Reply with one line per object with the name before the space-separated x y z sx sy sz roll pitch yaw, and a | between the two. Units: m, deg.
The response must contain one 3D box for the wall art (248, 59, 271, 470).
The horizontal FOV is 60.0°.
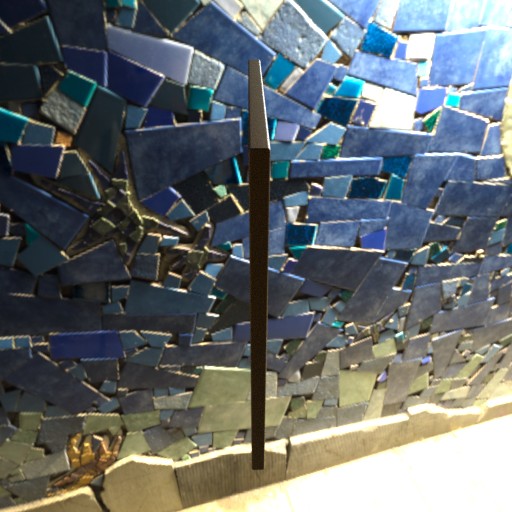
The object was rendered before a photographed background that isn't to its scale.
wall art | 0.000 0.000 0.764 0.021 0.550 0.449 0 34 -1
